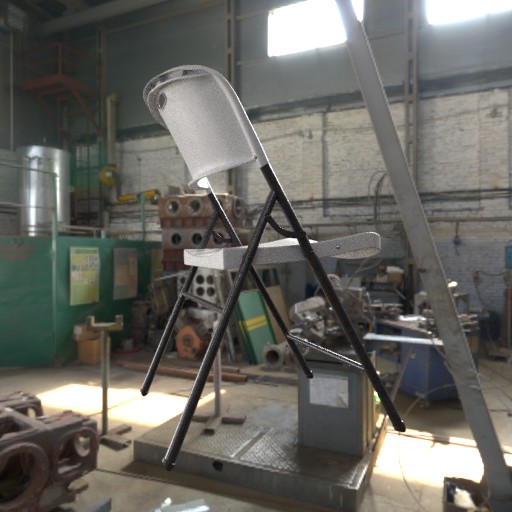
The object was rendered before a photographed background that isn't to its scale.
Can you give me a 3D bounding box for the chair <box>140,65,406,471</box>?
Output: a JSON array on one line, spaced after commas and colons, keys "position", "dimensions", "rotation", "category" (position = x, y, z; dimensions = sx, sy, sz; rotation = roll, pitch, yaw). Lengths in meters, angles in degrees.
[{"position": [0.000, 0.000, 1.152], "dimensions": [0.566, 0.810, 0.494], "rotation": [0, 0, -20], "category": "chair"}]
